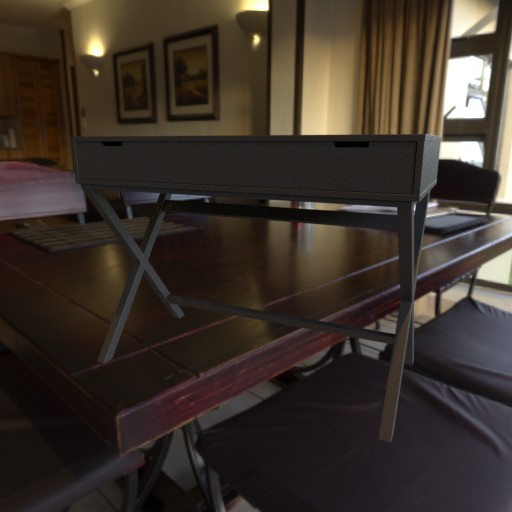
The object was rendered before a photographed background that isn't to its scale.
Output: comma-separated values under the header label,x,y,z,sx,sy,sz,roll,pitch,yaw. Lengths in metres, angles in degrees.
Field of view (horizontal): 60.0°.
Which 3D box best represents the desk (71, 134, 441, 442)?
label,x,y,z,sx,sy,sz,roll,pitch,yaw
desk,0.000,0.000,1.499,1.057,0.780,0.504,7,16,25
